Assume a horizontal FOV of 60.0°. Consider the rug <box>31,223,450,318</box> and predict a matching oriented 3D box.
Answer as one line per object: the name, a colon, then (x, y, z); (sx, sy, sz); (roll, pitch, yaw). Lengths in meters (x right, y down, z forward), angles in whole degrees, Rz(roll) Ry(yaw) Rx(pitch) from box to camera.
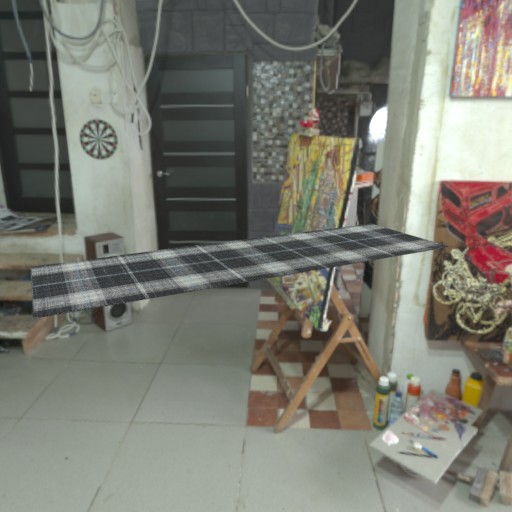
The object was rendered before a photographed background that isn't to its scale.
rug: (0.000, 0.000, 2.670); (2.434, 0.012, 0.760); (-8, 19, -25)
